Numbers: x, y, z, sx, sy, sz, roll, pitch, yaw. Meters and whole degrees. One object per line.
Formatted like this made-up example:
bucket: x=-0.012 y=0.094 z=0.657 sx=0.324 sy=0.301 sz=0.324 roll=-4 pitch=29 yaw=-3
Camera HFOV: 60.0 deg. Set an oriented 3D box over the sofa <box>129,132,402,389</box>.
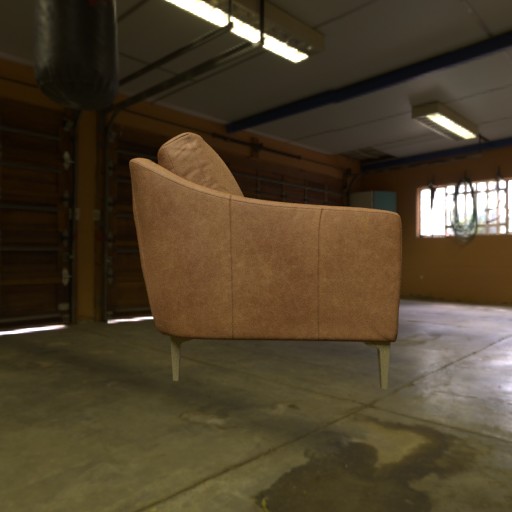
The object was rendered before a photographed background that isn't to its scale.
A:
sofa: x=0.000 y=0.000 z=2.240 sx=0.960 sy=0.902 sz=1.619 roll=0 pitch=0 yaw=-1
